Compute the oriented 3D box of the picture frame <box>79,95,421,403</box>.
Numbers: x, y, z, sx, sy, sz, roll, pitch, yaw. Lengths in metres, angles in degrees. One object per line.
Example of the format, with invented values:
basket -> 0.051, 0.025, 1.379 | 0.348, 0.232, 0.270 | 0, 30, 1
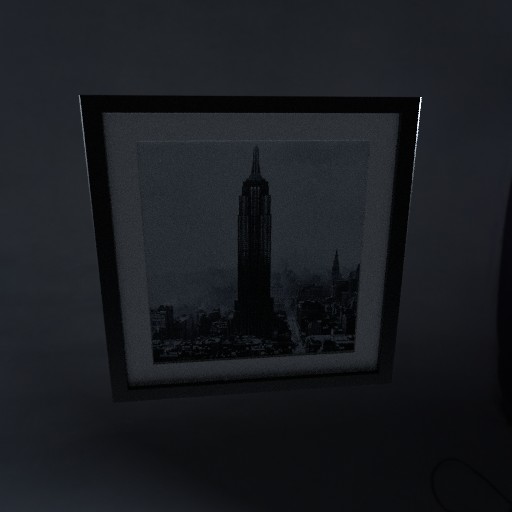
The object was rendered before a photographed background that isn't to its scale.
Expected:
picture frame -> 0.000, 0.000, 0.522 | 0.355, 0.353, 0.029 | -2, 17, -6
